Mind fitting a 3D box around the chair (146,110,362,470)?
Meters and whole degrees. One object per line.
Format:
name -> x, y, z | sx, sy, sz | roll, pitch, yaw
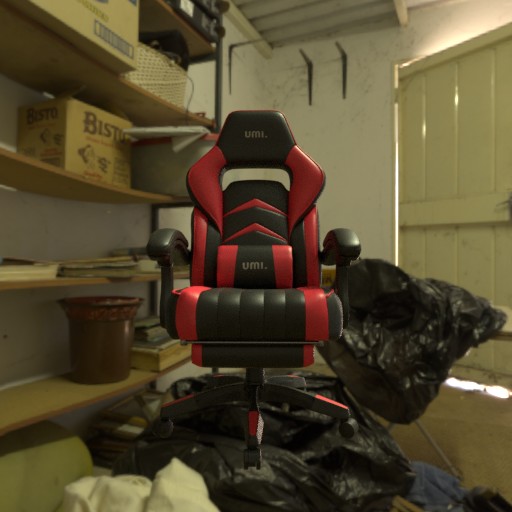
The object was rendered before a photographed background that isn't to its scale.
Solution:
chair -> 0.000, 0.000, 1.594 | 0.700, 1.220, 0.700 | 0, 0, 1
